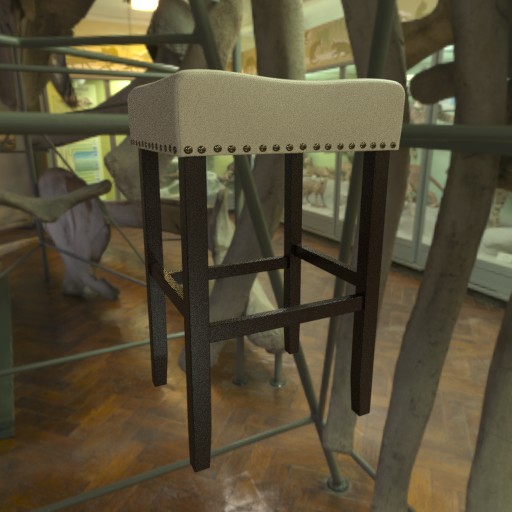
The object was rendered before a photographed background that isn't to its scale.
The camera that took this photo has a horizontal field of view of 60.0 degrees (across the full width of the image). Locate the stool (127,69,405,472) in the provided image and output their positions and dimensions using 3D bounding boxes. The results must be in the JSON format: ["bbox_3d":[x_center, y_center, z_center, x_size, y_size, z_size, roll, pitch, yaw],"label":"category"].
[{"bbox_3d":[0.000,0.000,1.041,0.471,0.762,0.401,-8,18,-25],"label":"stool"}]
